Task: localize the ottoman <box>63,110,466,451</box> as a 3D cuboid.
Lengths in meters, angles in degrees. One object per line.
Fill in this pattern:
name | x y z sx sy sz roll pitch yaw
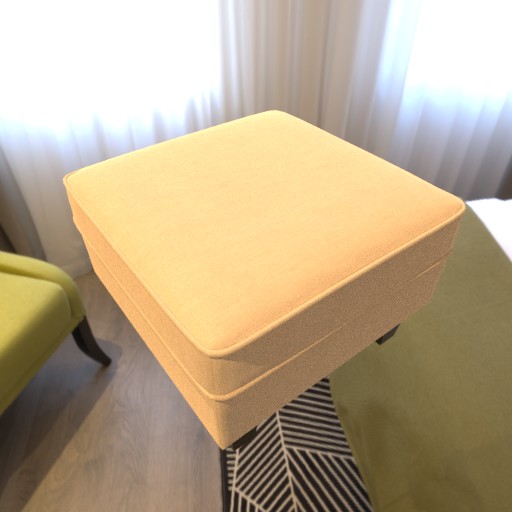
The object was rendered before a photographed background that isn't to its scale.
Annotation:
ottoman | 0.000 0.000 1.012 0.616 0.438 0.613 -26 47 -27
